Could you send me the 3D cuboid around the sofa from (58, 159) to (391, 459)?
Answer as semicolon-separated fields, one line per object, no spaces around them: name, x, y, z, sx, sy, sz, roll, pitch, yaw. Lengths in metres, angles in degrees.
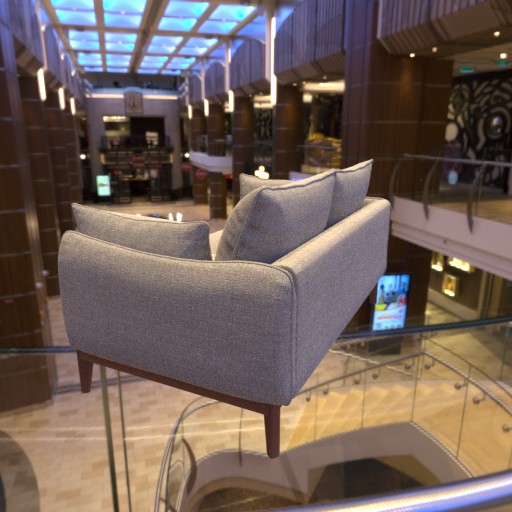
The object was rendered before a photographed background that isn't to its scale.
sofa;0.000;0.000;2.105;0.972;0.851;1.580;8;17;25
